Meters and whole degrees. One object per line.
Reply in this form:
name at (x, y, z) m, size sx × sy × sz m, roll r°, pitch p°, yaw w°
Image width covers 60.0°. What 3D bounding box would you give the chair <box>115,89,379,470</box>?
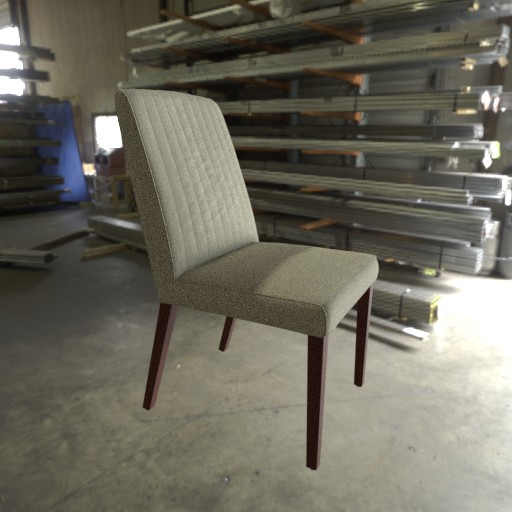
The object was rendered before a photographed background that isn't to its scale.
chair at (0.000, 0.000, 1.256) m, size 0.594 × 0.900 × 0.480 m, roll 8°, pitch 17°, yaw 27°
